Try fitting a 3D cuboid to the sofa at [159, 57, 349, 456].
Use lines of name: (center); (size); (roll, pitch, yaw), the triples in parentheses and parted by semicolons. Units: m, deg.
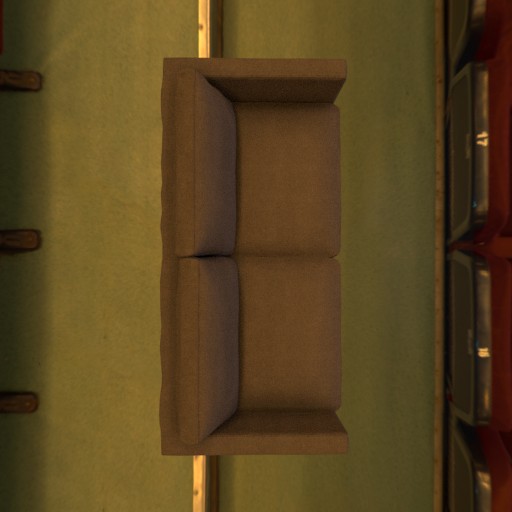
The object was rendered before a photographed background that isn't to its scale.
sofa: (0.000, 0.000, 2.456); (0.953, 0.855, 1.982); (0, 89, -1)
